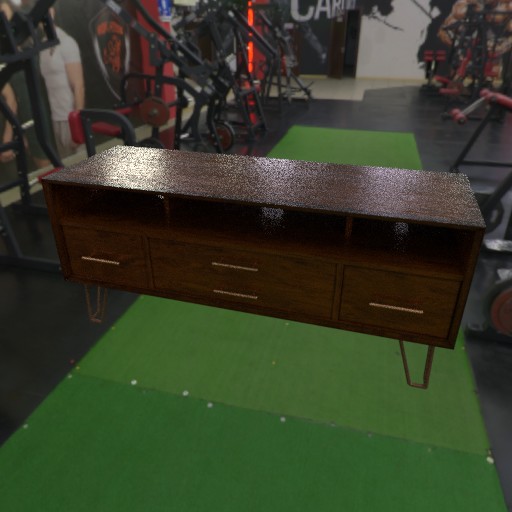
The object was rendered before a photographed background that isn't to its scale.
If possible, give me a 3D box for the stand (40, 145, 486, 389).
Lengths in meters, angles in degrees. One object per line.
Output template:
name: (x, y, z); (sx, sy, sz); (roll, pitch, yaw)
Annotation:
stand: (0.000, 0.000, 1.647); (1.372, 0.610, 0.481); (8, 29, 15)
